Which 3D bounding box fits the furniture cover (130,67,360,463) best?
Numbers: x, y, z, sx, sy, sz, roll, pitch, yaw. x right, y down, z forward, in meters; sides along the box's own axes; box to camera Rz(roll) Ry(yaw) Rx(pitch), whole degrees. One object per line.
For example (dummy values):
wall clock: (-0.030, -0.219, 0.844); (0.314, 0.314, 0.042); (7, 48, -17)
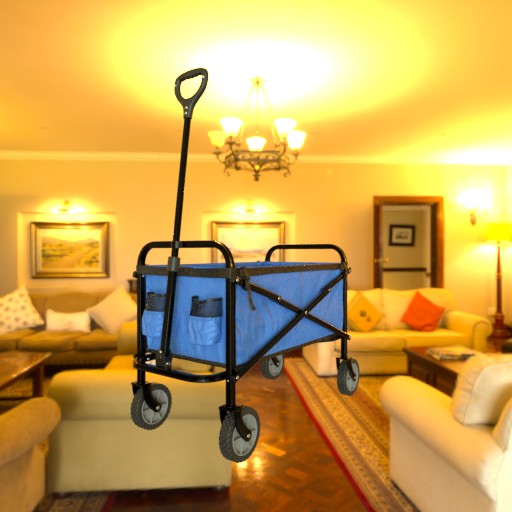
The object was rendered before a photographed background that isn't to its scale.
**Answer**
furniture cover: (0.000, 0.000, 1.837); (0.532, 1.295, 1.038); (0, 1, 37)
